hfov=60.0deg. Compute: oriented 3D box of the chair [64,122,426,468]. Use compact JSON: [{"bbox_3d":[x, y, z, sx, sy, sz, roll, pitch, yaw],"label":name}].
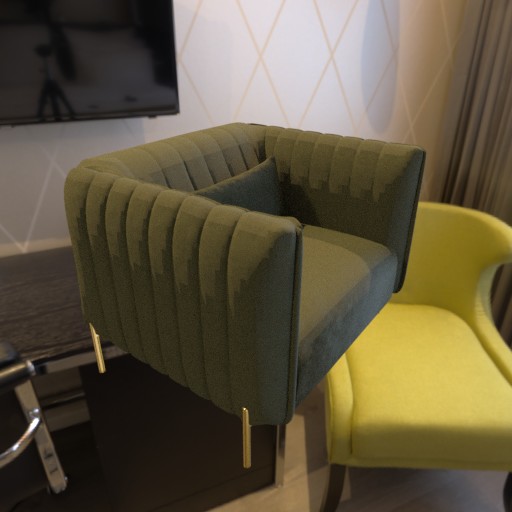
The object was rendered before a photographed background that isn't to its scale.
[{"bbox_3d":[0.000,0.000,1.654,0.877,0.794,1.032,18,33,32],"label":"chair"}]
